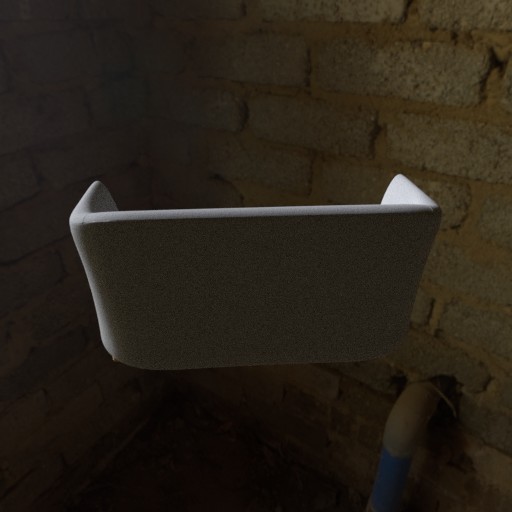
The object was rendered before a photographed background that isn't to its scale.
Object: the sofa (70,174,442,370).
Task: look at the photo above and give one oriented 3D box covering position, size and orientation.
[{"bbox_3d":[0.000,0.000,1.880,1.452,0.721,0.705,-2,31,-3],"label":"sofa"}]
